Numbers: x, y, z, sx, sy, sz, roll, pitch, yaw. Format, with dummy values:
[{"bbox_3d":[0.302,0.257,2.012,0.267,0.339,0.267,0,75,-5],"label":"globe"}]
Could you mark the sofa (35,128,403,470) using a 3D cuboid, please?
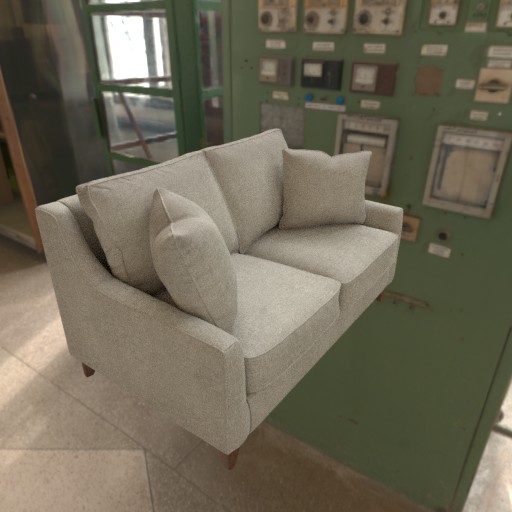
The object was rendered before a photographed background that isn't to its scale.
[{"bbox_3d":[0.000,0.000,1.971,0.915,0.863,1.422,19,33,32],"label":"sofa"}]
